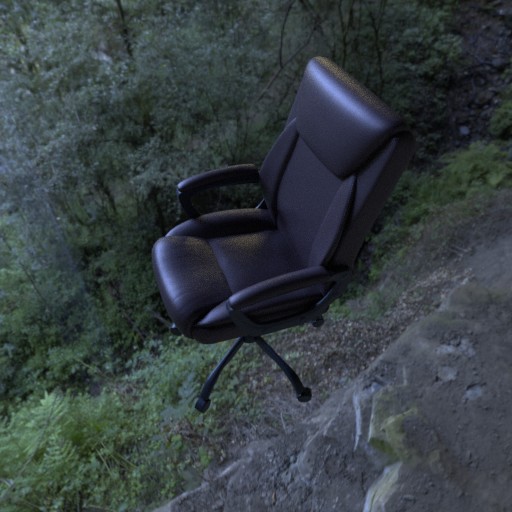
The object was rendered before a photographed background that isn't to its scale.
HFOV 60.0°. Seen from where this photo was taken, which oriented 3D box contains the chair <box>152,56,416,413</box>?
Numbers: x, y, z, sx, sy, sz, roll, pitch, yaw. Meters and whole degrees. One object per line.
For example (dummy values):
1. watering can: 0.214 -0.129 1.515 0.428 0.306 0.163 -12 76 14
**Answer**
1. chair: 0.000 0.000 1.452 0.655 1.072 0.615 -16 49 -15
